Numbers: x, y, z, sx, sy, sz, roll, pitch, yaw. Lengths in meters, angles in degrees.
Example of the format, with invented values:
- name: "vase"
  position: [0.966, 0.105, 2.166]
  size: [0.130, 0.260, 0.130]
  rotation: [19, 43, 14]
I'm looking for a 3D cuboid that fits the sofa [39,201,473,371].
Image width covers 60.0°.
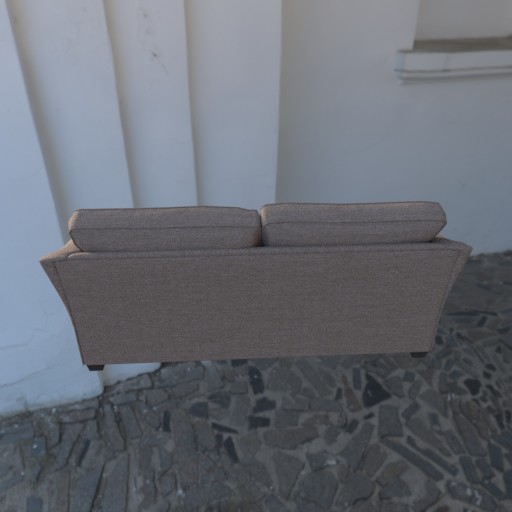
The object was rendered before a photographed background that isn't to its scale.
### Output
- name: "sofa"
  position: [0.000, 0.000, 2.817]
  size: [2.270, 0.965, 0.980]
  rotation: [-2, 30, -3]
